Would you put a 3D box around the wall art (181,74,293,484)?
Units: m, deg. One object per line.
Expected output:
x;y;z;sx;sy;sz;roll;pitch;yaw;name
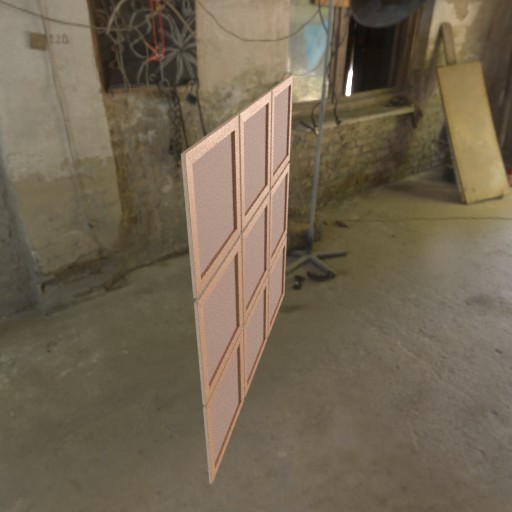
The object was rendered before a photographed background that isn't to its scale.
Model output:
0.000;0.000;2.238;0.014;1.507;1.519;8;31;13;wall art
